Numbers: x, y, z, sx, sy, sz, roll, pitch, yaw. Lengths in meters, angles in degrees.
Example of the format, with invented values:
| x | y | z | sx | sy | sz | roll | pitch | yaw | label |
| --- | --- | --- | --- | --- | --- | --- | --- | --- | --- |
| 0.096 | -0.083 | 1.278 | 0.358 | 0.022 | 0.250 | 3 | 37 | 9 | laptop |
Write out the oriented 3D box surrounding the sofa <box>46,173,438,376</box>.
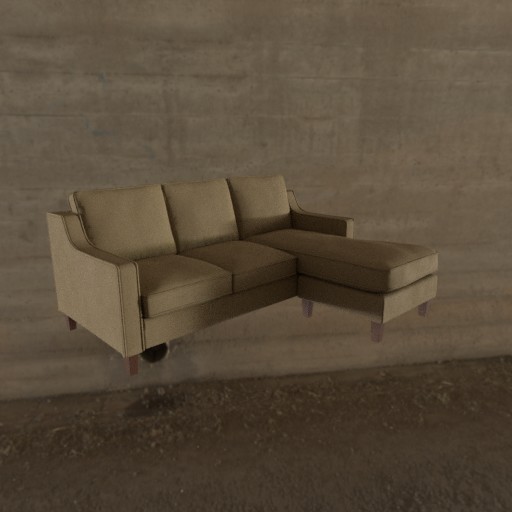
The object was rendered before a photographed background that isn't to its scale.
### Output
| x | y | z | sx | sy | sz | roll | pitch | yaw | label |
| --- | --- | --- | --- | --- | --- | --- | --- | --- | --- |
| 0.000 | 0.000 | 3.318 | 2.317 | 1.066 | 1.858 | -13 | 20 | -42 | sofa |
